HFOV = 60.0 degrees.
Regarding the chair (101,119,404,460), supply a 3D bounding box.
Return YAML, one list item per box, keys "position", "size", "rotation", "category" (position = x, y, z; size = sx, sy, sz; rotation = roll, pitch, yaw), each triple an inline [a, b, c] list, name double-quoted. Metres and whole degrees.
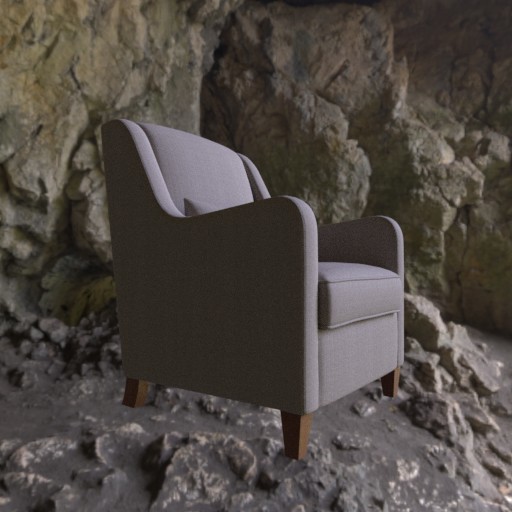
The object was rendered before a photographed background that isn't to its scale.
- position: [0.000, 0.000, 1.598]
  size: [0.890, 1.017, 0.715]
  rotation: [-1, -1, 38]
  category: "chair"
